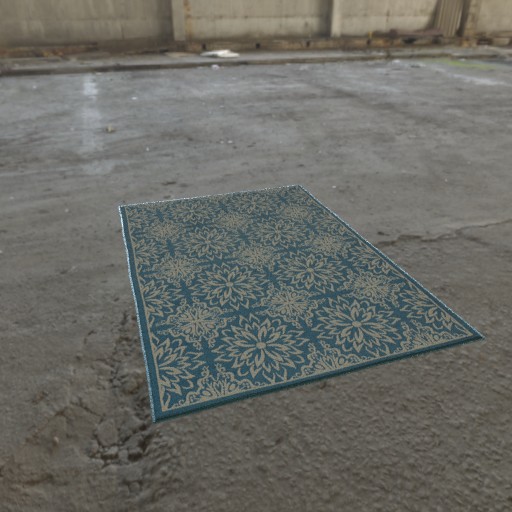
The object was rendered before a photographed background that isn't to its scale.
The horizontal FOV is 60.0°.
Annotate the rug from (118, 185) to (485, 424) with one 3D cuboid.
[{"bbox_3d":[0.000,0.000,2.790,1.554,0.012,2.205,-9,30,-16],"label":"rug"}]
